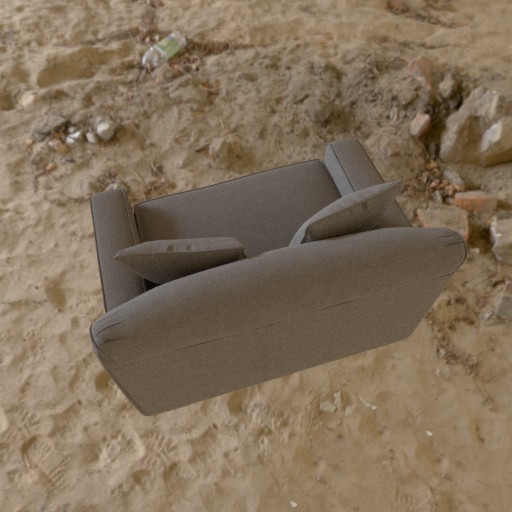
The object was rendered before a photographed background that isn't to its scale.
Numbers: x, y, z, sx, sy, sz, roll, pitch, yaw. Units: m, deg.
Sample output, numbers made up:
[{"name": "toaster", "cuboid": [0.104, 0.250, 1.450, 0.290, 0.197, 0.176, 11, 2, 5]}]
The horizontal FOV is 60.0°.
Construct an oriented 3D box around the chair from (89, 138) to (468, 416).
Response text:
[{"name": "chair", "cuboid": [0.000, 0.000, 2.095, 1.395, 0.953, 0.992, -14, 58, -9]}]
